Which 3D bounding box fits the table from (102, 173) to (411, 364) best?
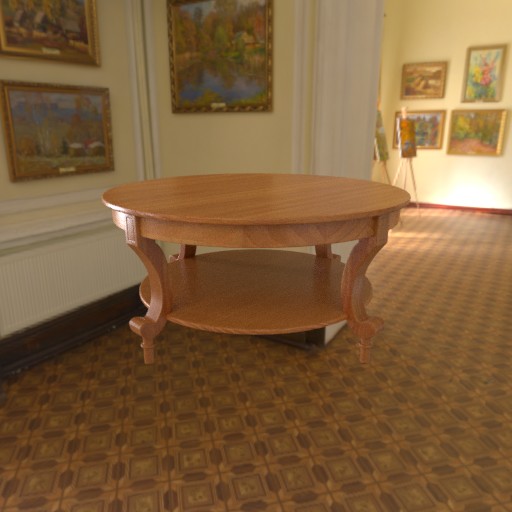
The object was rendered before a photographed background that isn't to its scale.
[{"bbox_3d":[0.000,0.000,1.617,1.029,0.490,1.029,0,17,0],"label":"table"}]
